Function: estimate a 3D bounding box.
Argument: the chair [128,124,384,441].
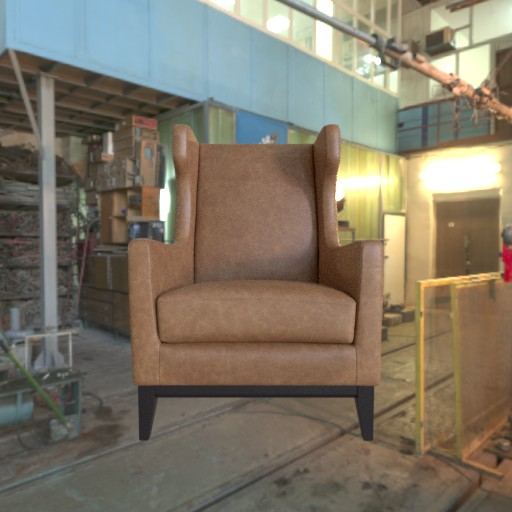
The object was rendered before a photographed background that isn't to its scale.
[{"bbox_3d":[0.000,0.000,1.718,0.766,1.079,0.899,0,2,0],"label":"chair"}]
